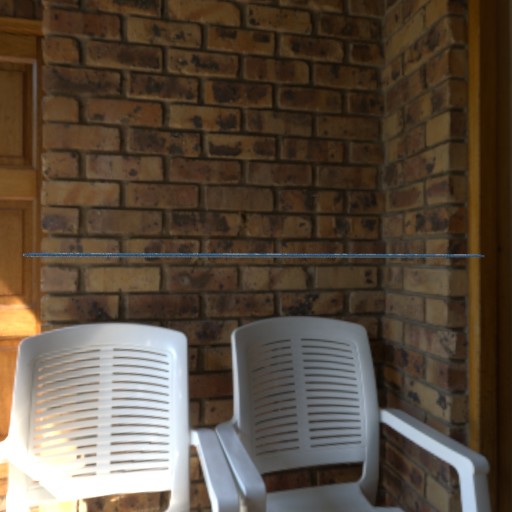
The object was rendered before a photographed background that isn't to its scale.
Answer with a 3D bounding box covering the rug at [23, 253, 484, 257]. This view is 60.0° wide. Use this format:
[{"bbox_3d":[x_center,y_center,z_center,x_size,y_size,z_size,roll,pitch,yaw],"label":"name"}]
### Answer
[{"bbox_3d":[0.000,0.000,1.403,1.219,0.007,0.604,0,0,-18],"label":"rug"}]
